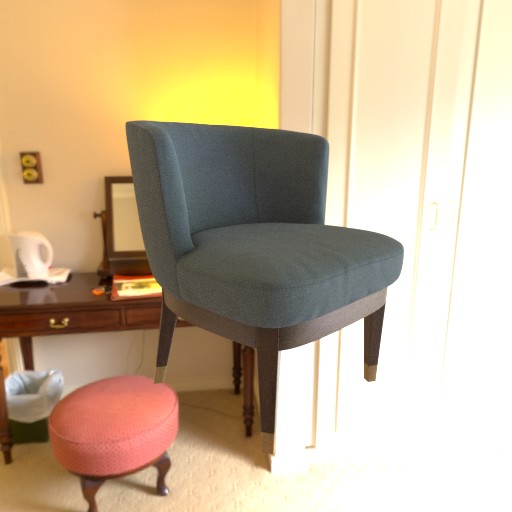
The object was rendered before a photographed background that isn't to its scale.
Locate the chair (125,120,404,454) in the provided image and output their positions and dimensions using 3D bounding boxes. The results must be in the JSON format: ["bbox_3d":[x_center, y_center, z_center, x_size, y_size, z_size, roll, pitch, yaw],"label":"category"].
[{"bbox_3d":[0.000,0.000,1.268,0.702,0.760,0.661,13,18,43],"label":"chair"}]
